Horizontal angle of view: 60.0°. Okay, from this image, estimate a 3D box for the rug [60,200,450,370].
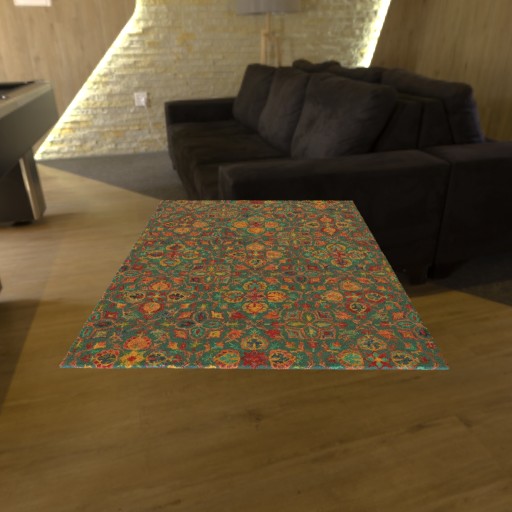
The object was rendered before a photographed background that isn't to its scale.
[{"bbox_3d":[0.000,0.000,4.194,2.434,0.025,3.204,0,26,0],"label":"rug"}]
